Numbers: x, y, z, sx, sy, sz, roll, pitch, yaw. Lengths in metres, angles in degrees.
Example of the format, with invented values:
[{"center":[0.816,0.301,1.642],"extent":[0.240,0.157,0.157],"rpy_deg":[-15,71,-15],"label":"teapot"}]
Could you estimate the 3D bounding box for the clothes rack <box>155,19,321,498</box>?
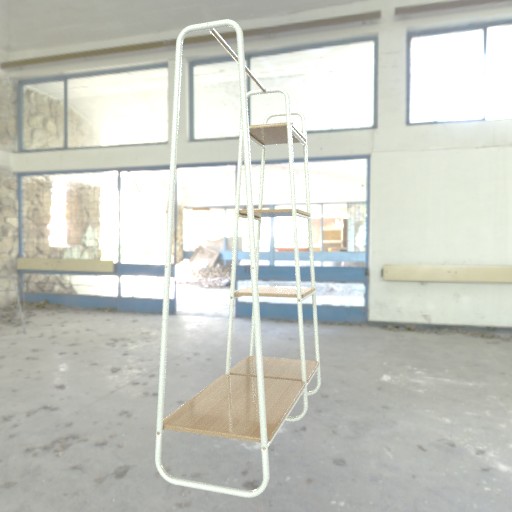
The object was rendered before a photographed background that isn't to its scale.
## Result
[{"center":[0.000,0.000,1.891],"extent":[0.400,1.500,1.011],"rpy_deg":[0,2,18],"label":"clothes rack"}]
